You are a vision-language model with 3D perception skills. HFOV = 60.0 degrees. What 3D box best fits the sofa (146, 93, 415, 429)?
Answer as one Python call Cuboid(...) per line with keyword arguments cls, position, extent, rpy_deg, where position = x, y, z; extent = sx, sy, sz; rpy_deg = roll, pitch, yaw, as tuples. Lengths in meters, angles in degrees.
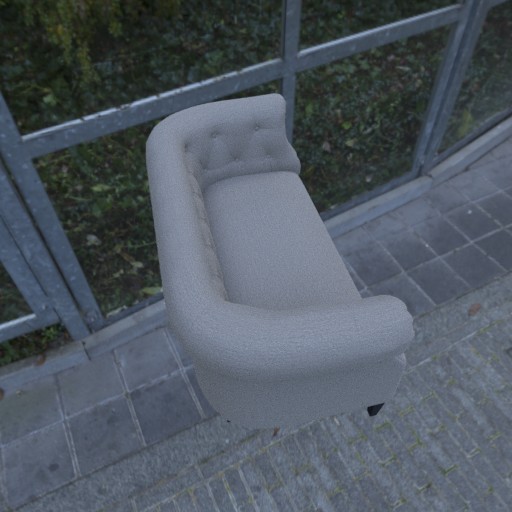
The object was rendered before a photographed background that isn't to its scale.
Cuboid(cls="sofa", position=(0.000, 0.000, 2.050), extent=(0.835, 0.827, 1.558), rpy_deg=(-10, 48, -9))
